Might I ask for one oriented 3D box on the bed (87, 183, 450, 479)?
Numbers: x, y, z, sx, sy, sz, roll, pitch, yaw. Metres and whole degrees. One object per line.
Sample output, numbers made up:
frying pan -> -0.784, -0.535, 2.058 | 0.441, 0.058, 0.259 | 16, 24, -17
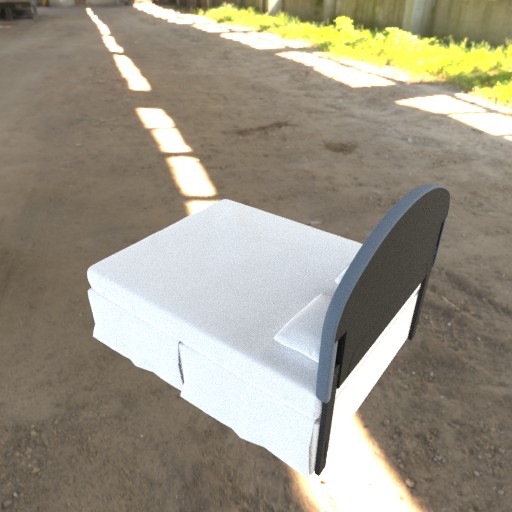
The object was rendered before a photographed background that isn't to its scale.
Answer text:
bed -> 0.000, 0.000, 3.072 | 2.005, 1.410, 1.607 | 22, 38, 31
